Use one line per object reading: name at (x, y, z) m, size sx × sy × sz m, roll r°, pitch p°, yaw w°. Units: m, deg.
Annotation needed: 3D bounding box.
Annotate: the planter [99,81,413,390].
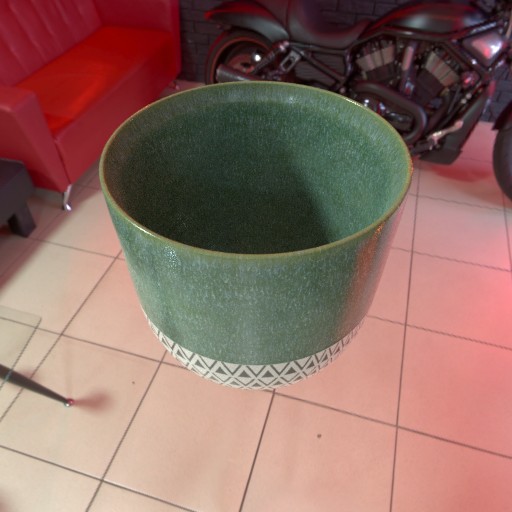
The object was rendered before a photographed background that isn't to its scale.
planter at (0.000, 0.000, 0.482) m, size 0.266 × 0.270 × 0.266 m, roll 0°, pitch 46°, yaw 0°
